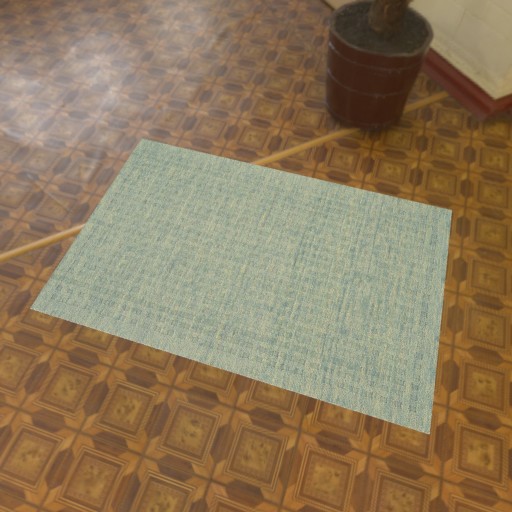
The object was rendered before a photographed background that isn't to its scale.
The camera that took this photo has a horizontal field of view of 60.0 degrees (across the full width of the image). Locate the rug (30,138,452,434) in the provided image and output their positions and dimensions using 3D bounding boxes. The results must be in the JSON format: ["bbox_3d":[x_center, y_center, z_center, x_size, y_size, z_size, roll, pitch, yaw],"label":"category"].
[{"bbox_3d":[0.000,0.000,2.131,1.752,0.006,1.142,15,58,9],"label":"rug"}]
